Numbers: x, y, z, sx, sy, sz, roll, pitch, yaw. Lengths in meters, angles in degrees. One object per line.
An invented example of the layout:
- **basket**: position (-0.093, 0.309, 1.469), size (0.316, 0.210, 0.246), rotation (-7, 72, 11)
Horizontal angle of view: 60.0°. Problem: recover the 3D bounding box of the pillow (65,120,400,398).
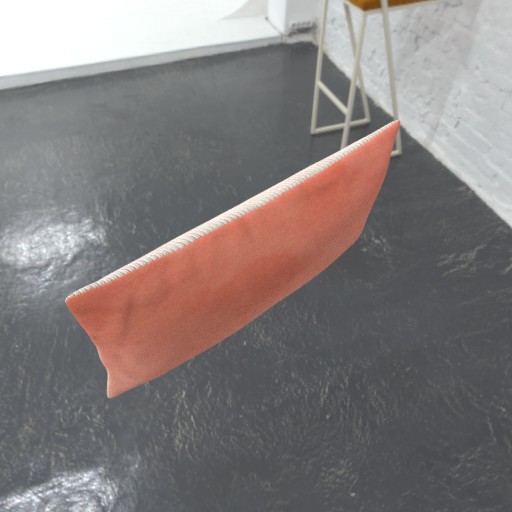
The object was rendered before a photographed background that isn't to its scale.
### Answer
- **pillow**: position (0.000, 0.000, 0.751), size (0.608, 0.307, 0.155), rotation (-32, 54, -26)
